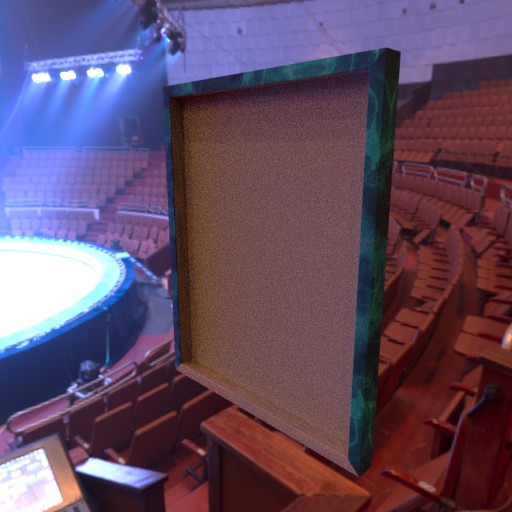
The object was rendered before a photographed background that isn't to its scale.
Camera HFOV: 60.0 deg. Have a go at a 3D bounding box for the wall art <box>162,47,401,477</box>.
[{"bbox_3d":[0.000,0.000,0.822,0.038,0.635,0.508,-13,19,-43],"label":"wall art"}]
